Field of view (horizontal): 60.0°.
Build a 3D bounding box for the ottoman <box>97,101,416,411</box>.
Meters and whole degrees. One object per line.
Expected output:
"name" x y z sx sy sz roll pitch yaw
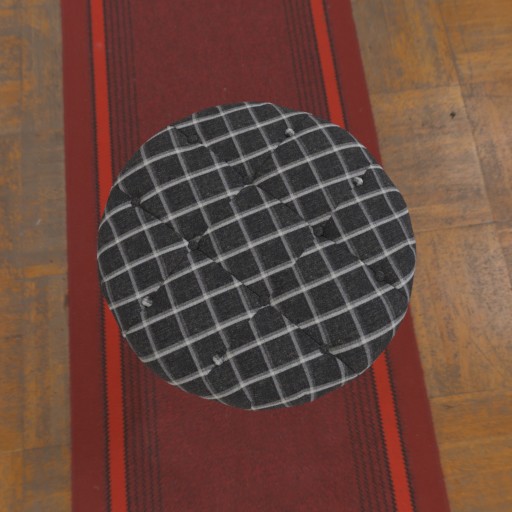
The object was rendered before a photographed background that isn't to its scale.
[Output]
"ottoman" 0.000 0.000 1.392 0.901 0.439 0.901 0 76 0
